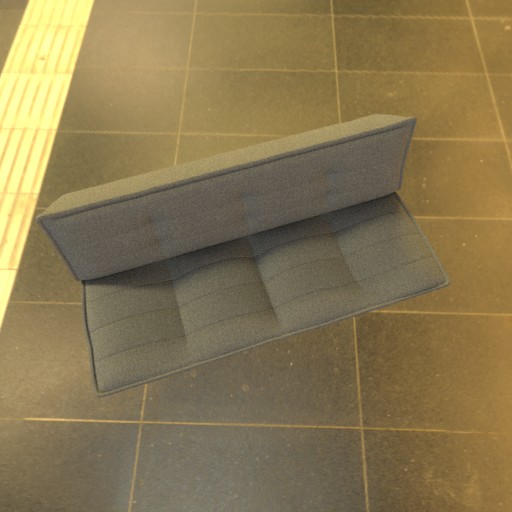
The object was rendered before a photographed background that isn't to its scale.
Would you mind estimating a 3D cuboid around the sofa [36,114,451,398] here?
[{"bbox_3d":[0.000,0.000,2.424,1.940,0.890,0.950,-16,65,-8],"label":"sofa"}]
